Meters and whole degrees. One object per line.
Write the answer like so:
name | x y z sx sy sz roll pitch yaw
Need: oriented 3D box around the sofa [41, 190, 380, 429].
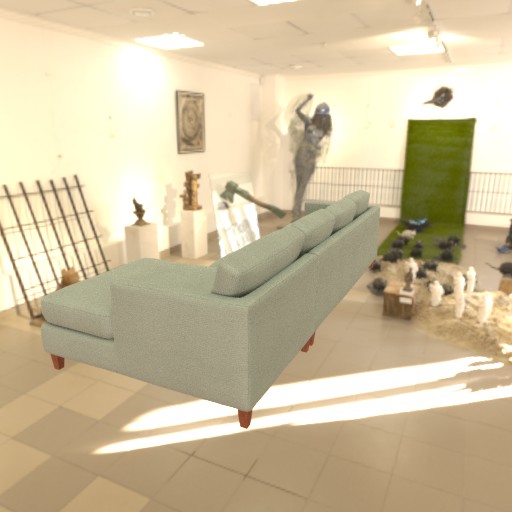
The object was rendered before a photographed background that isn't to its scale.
sofa | 0.000 0.000 4.065 1.604 0.950 3.471 7 17 25
